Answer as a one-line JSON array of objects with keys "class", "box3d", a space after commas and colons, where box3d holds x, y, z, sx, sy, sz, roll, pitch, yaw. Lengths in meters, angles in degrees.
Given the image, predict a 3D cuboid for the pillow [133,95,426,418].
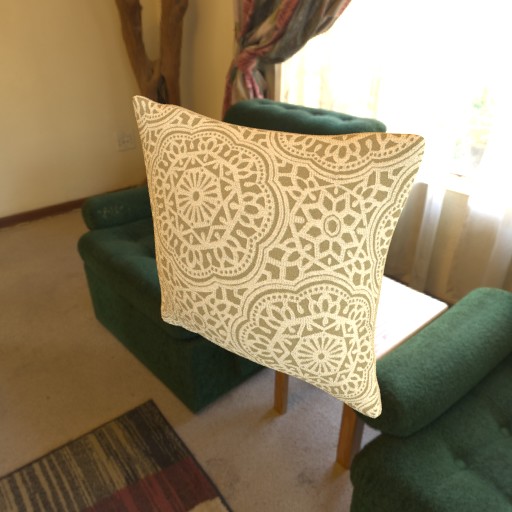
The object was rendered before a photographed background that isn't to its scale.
[{"class": "pillow", "box3d": [0.000, 0.000, 0.662, 0.438, 0.421, 0.167, 18, 33, 29]}]
